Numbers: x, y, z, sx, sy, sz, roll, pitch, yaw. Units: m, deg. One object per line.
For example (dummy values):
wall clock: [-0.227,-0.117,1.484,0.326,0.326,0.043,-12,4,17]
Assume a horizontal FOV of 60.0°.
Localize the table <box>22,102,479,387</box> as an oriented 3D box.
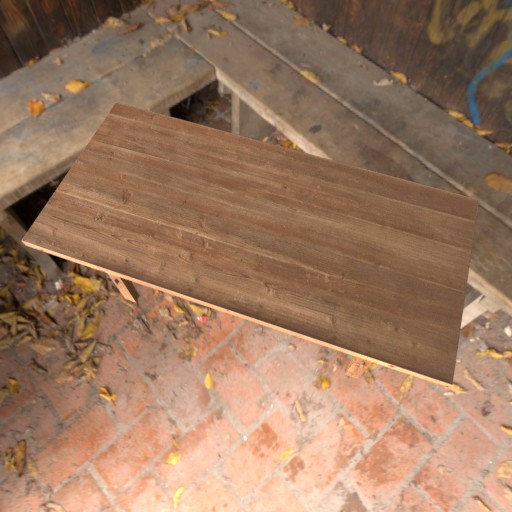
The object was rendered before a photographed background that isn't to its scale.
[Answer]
table: [0.000,0.000,2.472,2.003,0.760,0.952,17,64,9]
